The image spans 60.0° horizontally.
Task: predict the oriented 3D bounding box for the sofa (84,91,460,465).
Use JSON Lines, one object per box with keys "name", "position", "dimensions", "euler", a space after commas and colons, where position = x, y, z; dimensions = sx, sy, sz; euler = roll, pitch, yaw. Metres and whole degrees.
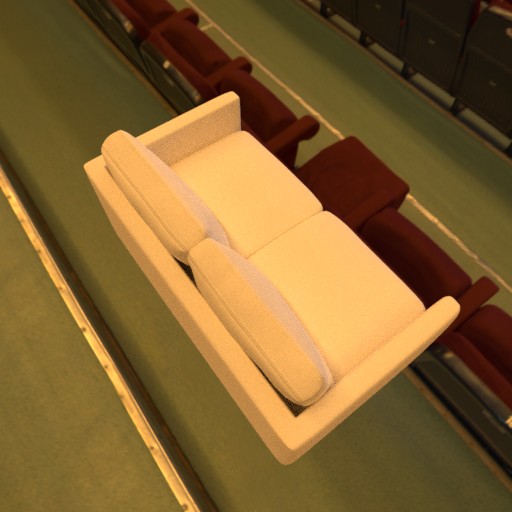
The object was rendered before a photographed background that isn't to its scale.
{"name": "sofa", "position": [0.000, 0.000, 2.252], "dimensions": [0.964, 0.888, 1.702], "euler": [-33, 65, -17]}
